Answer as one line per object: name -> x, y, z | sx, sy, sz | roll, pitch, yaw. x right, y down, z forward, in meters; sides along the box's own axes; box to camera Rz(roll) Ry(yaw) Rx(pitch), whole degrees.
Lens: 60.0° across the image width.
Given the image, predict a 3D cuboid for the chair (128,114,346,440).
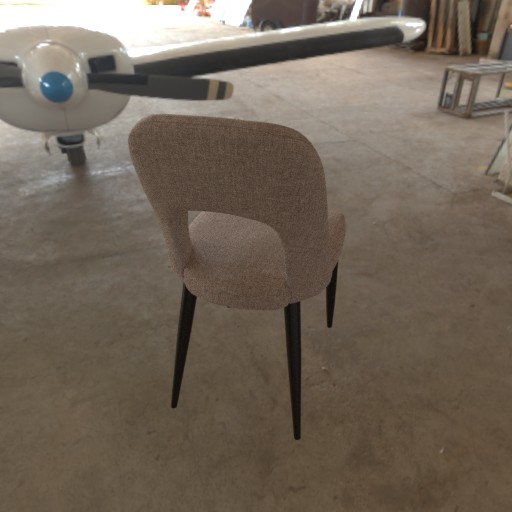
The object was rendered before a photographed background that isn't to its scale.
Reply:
chair -> 0.000, 0.000, 1.293 | 0.470, 0.931, 0.612 | 9, 33, 15
